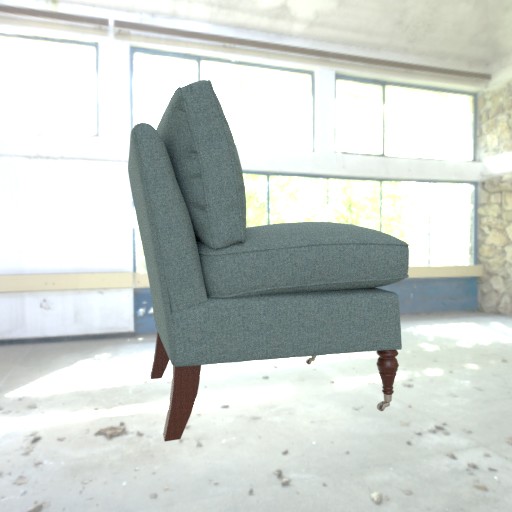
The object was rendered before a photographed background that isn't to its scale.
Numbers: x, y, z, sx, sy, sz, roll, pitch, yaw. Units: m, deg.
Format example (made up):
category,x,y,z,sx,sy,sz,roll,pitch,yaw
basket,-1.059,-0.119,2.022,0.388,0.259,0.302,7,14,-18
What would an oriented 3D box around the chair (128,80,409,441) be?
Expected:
category,x,y,z,sx,sy,sz,roll,pitch,yaw
chair,0.000,0.000,1.453,0.796,0.901,0.624,0,2,-17
